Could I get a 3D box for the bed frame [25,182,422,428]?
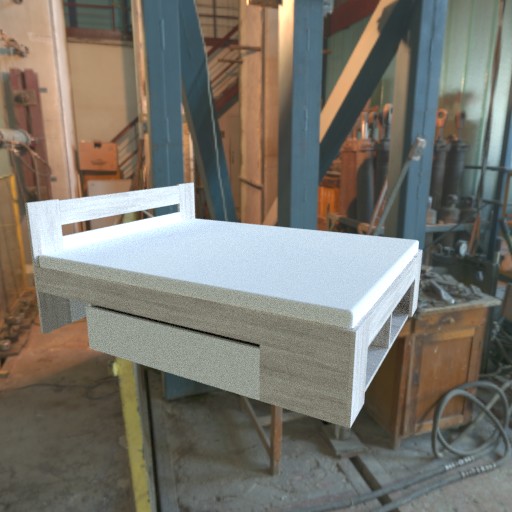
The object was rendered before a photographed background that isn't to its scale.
[{"bbox_3d":[0.000,0.000,3.156,2.050,0.860,2.040,8,16,28],"label":"bed frame"}]
